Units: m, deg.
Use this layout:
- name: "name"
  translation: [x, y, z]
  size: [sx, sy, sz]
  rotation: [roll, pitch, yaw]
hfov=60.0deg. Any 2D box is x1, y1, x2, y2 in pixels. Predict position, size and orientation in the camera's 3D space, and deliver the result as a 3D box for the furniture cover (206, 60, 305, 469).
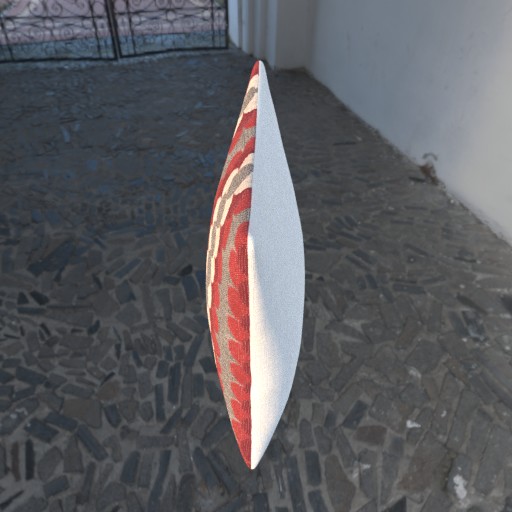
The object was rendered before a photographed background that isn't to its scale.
- name: "furniture cover"
  translation: [0.000, 0.000, 0.647]
  size: [0.145, 0.420, 0.435]
  rotation: [1, 41, 1]
